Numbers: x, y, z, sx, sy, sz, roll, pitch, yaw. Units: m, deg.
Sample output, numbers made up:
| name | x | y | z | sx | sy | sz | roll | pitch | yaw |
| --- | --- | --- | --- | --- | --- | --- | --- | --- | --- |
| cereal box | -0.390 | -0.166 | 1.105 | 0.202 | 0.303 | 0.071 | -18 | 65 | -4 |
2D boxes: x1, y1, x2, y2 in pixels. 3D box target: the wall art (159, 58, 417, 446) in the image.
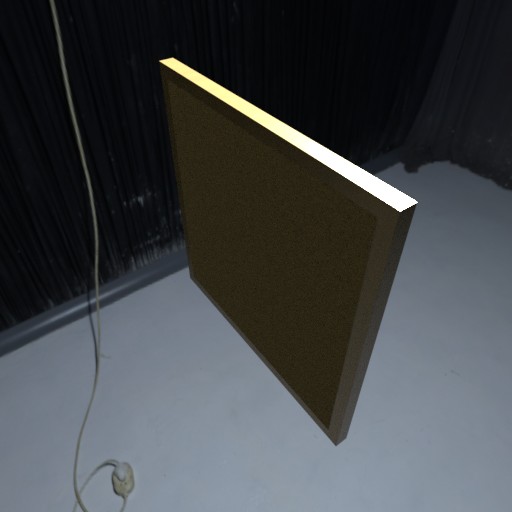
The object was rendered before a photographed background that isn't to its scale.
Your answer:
| name | x | y | z | sx | sy | sz | roll | pitch | yaw |
| --- | --- | --- | --- | --- | --- | --- | --- | --- | --- |
| wall art | 0.000 | 0.000 | 2.879 | 0.097 | 1.936 | 1.935 | -26 | 49 | -26 |
